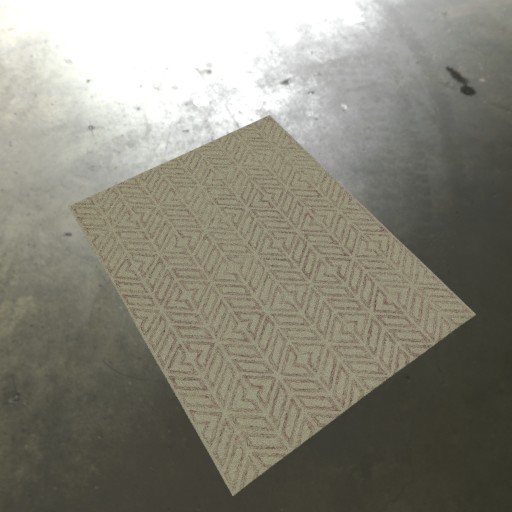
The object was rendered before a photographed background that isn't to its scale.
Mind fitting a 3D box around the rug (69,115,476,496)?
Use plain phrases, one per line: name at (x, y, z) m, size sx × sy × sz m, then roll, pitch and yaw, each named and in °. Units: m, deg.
rug at (0.000, 0.000, 4.053) m, size 2.421 × 0.008 × 3.045 m, roll -29°, pitch 62°, yaw -18°
